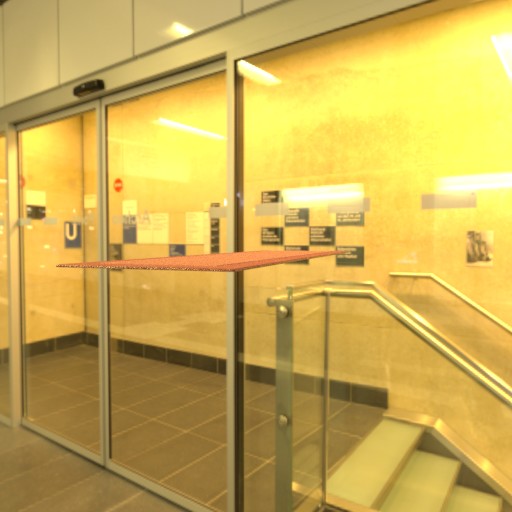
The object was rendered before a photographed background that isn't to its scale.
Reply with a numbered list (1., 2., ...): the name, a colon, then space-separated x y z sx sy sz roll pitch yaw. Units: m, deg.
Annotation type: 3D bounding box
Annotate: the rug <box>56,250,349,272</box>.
1. rug: 0.000 0.000 2.721 0.914 0.013 2.471 1 2 17
